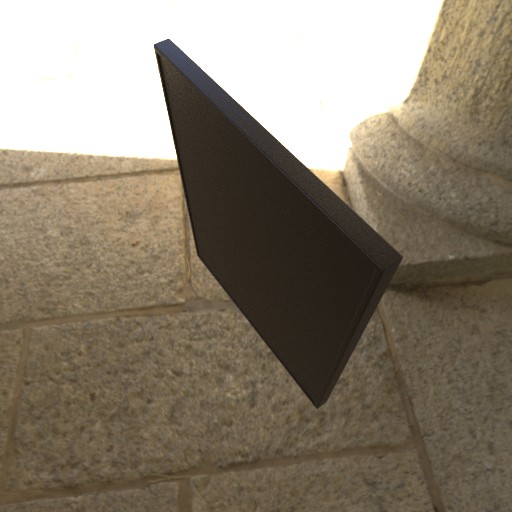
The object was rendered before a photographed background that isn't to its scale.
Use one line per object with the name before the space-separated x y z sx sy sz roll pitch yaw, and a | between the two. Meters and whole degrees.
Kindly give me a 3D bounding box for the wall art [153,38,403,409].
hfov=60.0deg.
wall art | 0.000 0.000 0.756 0.028 0.551 0.451 -32 63 -18
